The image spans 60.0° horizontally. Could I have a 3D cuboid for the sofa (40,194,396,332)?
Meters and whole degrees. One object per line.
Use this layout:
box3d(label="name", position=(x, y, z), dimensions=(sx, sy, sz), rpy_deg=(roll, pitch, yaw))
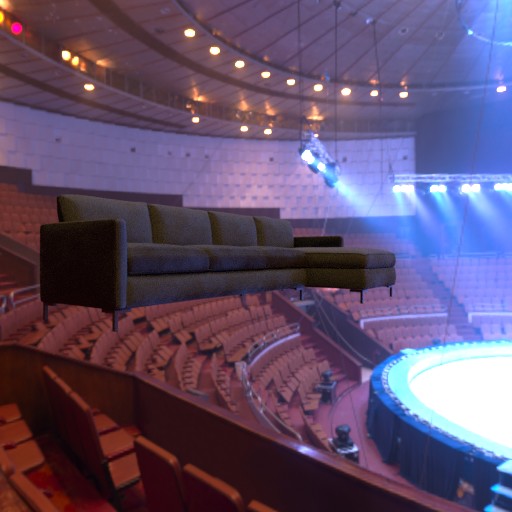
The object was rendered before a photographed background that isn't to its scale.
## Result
box3d(label="sofa", position=(0.000, 0.000, 3.351), dimensions=(1.255, 0.756, 2.725), rpy_deg=(0, 0, 36))
